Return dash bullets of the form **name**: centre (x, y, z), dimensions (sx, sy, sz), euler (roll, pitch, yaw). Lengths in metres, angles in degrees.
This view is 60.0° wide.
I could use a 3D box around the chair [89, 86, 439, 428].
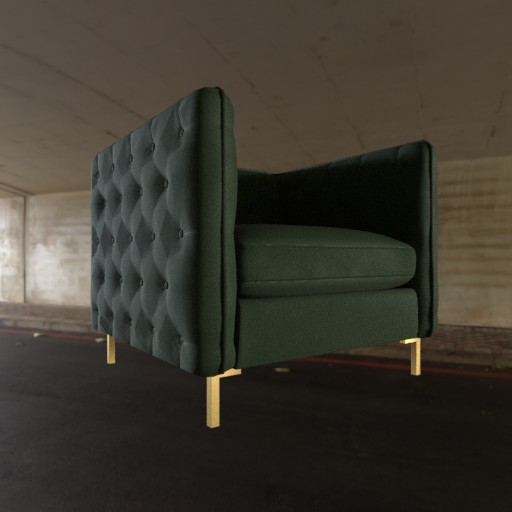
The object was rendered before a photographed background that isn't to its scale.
- **chair**: centre (0.000, 0.000, 1.515), dimensions (0.917, 0.768, 0.855), euler (0, 0, -36)
